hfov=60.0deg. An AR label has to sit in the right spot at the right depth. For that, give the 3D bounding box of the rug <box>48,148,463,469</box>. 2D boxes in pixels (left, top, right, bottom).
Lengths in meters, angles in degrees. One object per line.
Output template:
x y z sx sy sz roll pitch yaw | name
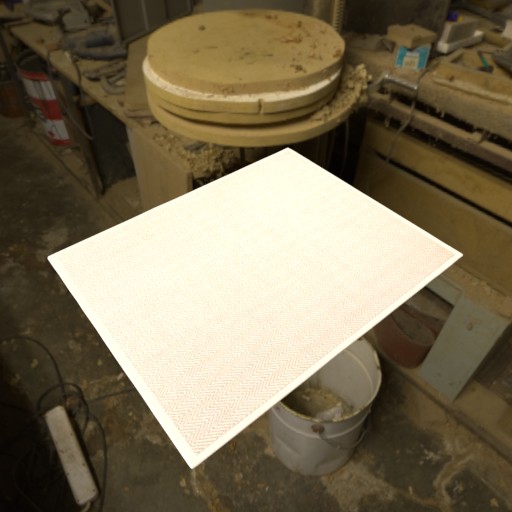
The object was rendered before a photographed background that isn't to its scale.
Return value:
0.000 0.000 4.099 3.009 0.019 2.423 -30 52 -27 | rug
